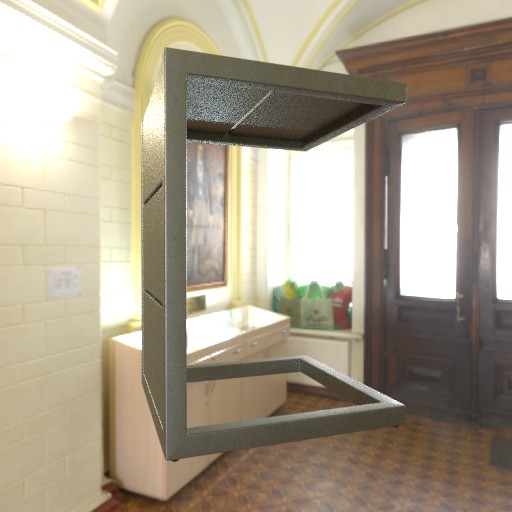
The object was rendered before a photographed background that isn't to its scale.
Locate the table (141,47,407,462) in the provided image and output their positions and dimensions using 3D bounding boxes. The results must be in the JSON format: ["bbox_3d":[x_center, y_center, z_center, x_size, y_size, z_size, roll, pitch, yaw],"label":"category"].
[{"bbox_3d":[0.000,0.000,0.902,0.420,0.609,0.405,0,1,-19],"label":"table"}]
